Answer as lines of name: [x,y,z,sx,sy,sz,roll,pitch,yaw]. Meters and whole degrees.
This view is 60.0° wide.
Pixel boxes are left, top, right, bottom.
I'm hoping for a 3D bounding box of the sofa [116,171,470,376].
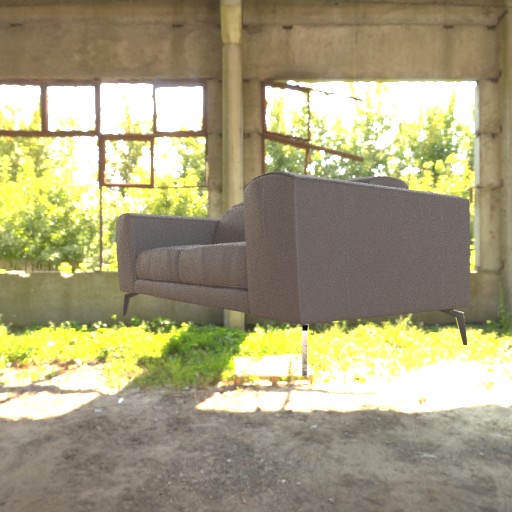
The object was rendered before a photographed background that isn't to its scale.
sofa: [0.000,0.000,2.408,1.003,0.779,1.895,0,-1,-34]
